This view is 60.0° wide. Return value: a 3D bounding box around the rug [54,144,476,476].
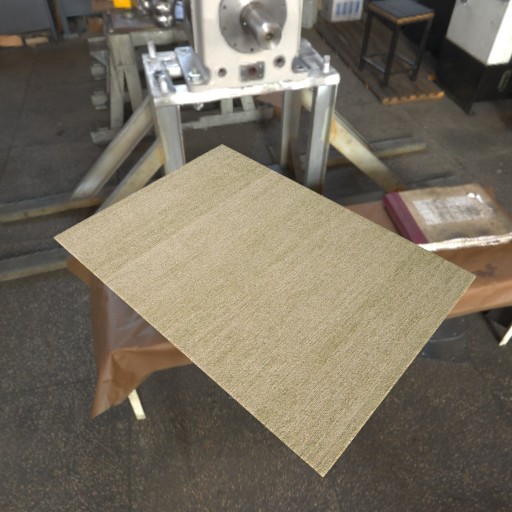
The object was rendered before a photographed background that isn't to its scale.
[{"bbox_3d":[0.000,0.000,5.008,3.935,0.025,2.782,33,54,28],"label":"rug"}]
